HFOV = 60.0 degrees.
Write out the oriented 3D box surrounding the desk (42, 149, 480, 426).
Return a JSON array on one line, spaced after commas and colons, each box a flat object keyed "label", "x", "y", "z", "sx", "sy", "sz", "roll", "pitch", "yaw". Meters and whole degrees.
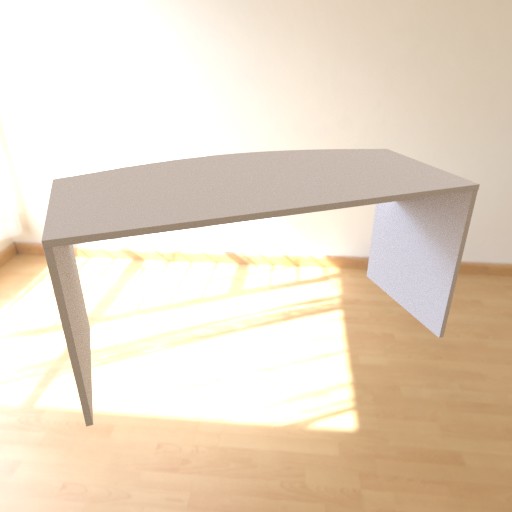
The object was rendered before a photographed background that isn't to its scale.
[{"label": "desk", "x": 0.000, "y": 0.000, "z": 2.026, "sx": 1.600, "sy": 0.750, "sz": 0.802, "roll": -9, "pitch": 28, "yaw": -17}]
